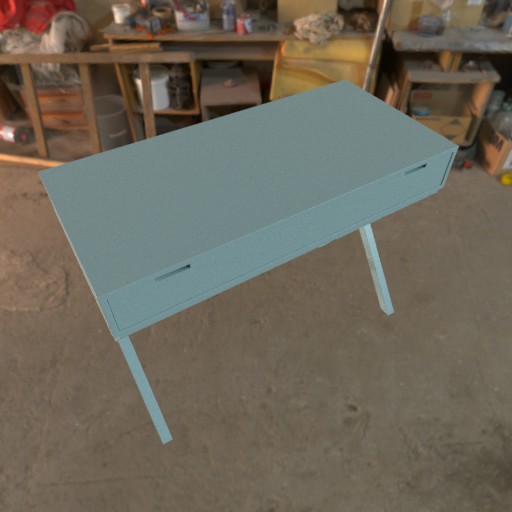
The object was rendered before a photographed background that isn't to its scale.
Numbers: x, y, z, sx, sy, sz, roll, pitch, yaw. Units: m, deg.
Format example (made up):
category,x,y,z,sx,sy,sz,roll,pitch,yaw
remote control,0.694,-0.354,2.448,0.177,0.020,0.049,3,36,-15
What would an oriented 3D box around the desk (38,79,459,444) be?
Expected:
category,x,y,z,sx,sy,sz,roll,pitch,yaw
desk,0.000,0.000,1.509,1.059,0.780,0.509,-24,51,-21
